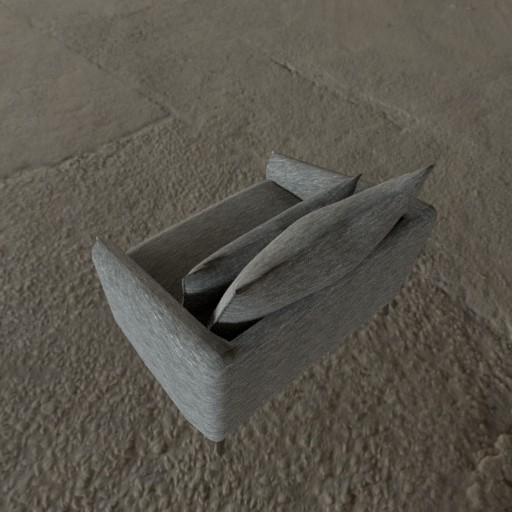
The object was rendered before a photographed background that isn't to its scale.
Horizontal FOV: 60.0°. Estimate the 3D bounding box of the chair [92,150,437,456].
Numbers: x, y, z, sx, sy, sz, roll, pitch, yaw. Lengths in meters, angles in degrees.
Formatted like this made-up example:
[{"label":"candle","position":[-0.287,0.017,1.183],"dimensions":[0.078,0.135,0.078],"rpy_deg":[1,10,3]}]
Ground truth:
[{"label":"chair","position":[0.000,0.000,1.629],"dimensions":[1.004,0.842,0.805],"rpy_deg":[-32,54,-27]}]
